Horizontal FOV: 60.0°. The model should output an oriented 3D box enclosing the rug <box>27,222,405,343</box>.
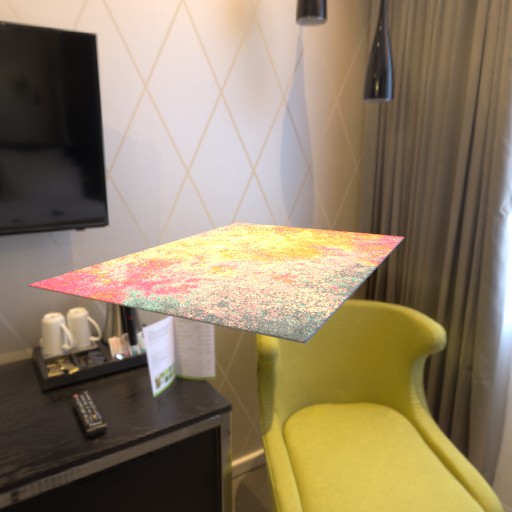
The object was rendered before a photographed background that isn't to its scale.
[{"bbox_3d":[0.000,0.000,3.801,2.007,0.013,2.896,7,15,26],"label":"rug"}]
